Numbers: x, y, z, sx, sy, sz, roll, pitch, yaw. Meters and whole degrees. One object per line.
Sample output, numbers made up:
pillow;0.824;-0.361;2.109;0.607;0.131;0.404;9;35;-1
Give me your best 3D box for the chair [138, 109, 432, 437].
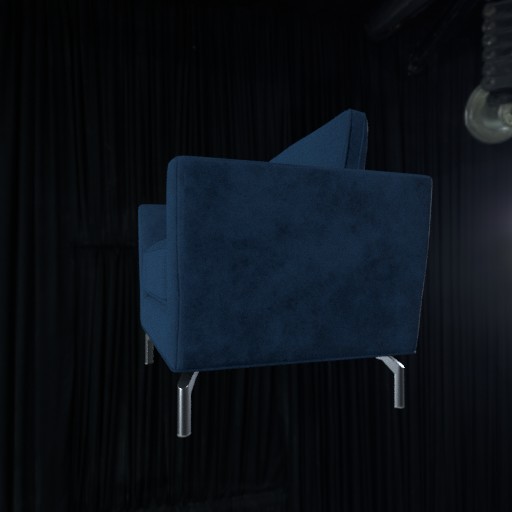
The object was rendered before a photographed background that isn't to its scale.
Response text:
chair;0.000;0.000;1.584;0.746;0.893;0.977;0;-1;-19
